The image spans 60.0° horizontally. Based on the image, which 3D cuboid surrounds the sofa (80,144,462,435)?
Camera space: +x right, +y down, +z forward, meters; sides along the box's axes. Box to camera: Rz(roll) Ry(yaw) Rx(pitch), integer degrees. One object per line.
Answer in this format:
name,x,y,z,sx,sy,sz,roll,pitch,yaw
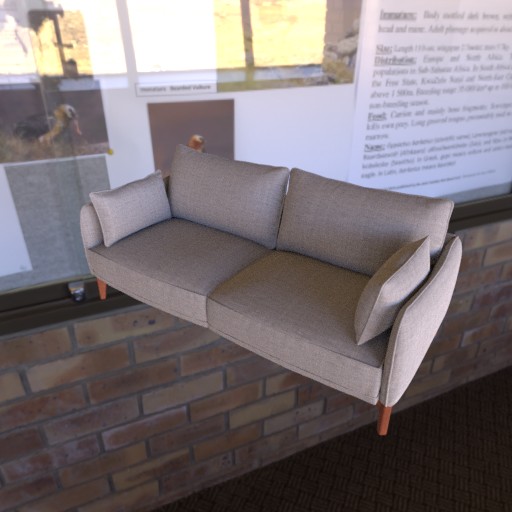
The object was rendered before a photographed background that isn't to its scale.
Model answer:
sofa,0.000,0.000,2.491,1.989,0.851,0.972,18,34,30
